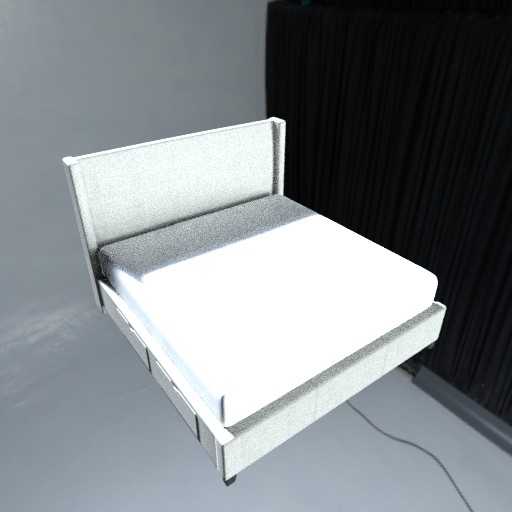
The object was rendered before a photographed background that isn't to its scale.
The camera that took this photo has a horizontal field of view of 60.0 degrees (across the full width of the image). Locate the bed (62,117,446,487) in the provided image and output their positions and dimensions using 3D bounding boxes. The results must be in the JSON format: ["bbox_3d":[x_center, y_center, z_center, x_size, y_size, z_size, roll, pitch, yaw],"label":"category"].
[{"bbox_3d":[0.000,0.000,3.636,2.140,1.470,2.280,-21,37,-30],"label":"bed"}]
